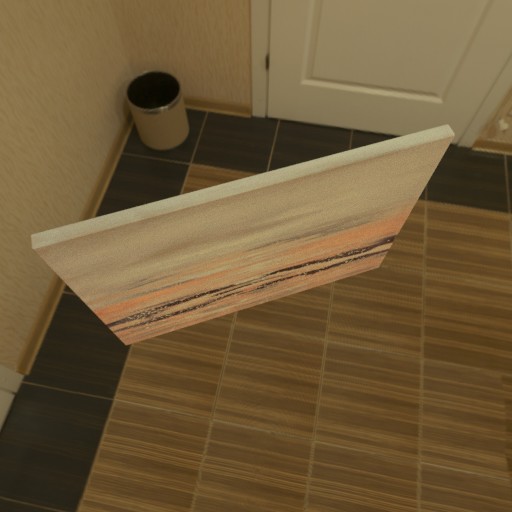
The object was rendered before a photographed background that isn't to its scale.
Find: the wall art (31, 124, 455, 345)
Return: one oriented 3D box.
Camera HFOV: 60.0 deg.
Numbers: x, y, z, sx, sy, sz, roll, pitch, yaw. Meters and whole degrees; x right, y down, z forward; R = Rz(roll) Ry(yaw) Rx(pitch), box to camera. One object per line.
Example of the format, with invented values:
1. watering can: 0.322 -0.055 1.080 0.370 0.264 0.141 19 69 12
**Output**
1. wall art: 0.000 0.000 1.360 1.015 0.763 0.038 -16 64 -8
